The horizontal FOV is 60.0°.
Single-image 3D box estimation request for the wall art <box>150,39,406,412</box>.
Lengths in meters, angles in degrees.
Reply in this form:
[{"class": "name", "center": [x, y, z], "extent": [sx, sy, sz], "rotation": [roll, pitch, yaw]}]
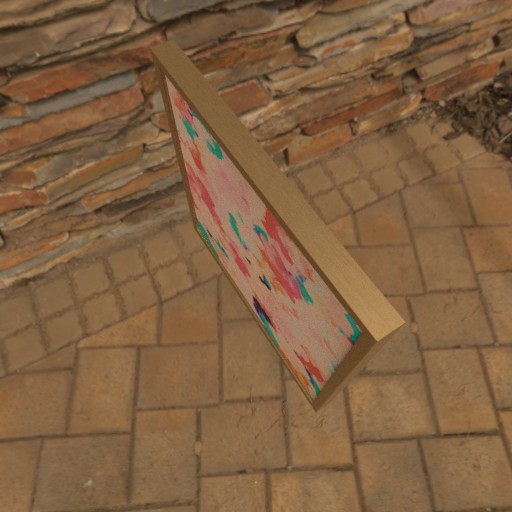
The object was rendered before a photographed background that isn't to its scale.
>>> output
[{"class": "wall art", "center": [0.000, 0.000, 0.770], "extent": [0.037, 0.509, 0.510], "rotation": [-29, 67, -14]}]
